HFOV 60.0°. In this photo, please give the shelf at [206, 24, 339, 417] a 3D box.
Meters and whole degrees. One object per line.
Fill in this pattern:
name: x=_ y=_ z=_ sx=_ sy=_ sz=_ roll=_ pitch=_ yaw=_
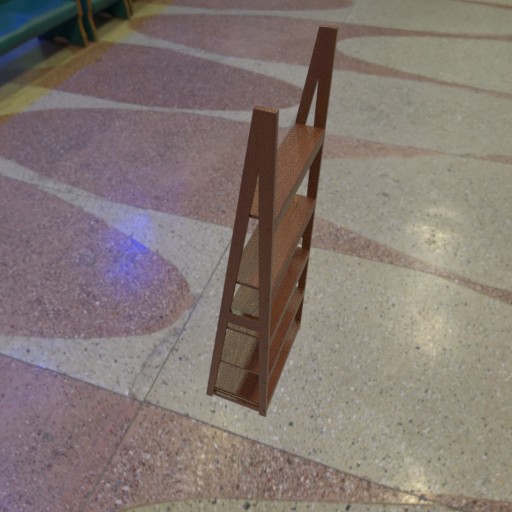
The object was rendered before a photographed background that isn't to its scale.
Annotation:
shelf: x=0.000 y=0.000 z=1.990 sx=0.356 sy=1.780 sz=0.630 roll=16 pitch=49 yaw=15
